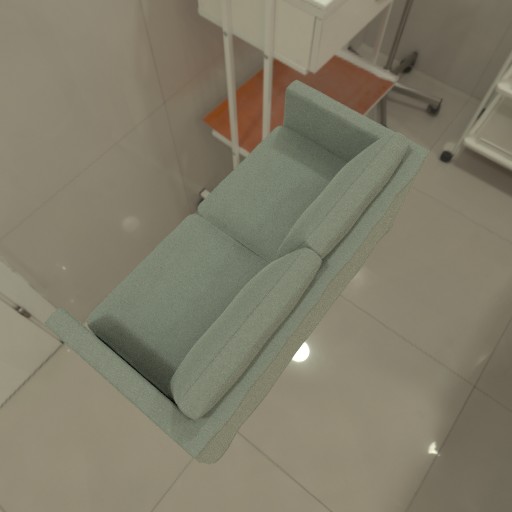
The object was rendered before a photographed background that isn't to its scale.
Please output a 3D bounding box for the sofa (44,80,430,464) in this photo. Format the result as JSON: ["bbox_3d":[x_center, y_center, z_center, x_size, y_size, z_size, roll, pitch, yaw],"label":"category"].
[{"bbox_3d":[0.000,0.000,2.470,0.940,0.870,1.987,35,68,16],"label":"sofa"}]
